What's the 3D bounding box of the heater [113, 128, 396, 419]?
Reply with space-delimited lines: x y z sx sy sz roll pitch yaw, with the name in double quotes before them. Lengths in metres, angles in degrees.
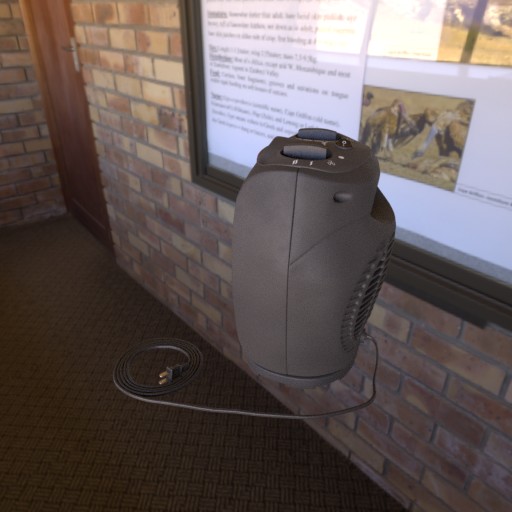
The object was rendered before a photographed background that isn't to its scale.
"heater" 0.000 0.000 0.481 0.291 0.255 0.239 8 30 15
